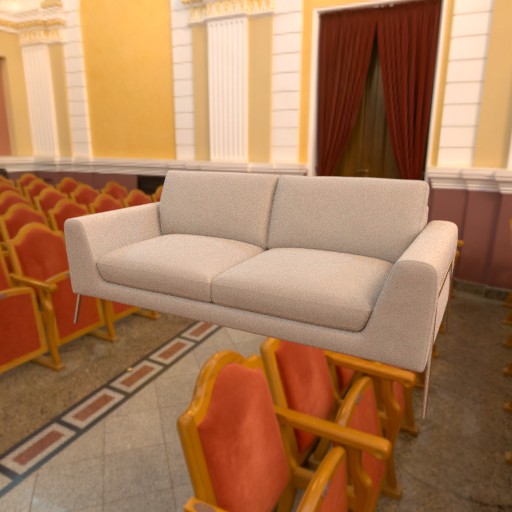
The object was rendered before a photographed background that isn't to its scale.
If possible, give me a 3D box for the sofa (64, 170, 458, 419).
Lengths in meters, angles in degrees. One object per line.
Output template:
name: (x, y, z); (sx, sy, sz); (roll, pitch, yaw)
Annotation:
sofa: (0.000, 0.000, 2.502); (2.017, 0.875, 0.953); (8, 17, 27)
